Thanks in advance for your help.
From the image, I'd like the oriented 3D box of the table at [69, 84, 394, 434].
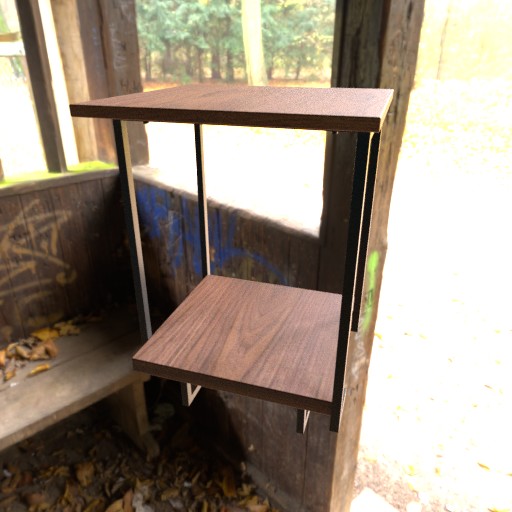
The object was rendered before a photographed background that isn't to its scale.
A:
[{"bbox_3d":[0.000,0.000,0.829,0.411,0.567,0.384,8,26,16],"label":"table"}]
